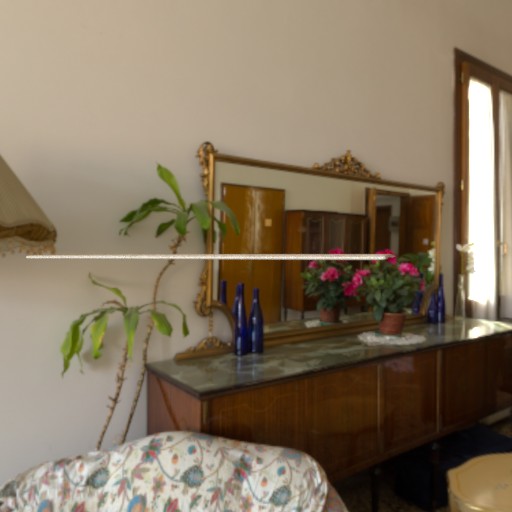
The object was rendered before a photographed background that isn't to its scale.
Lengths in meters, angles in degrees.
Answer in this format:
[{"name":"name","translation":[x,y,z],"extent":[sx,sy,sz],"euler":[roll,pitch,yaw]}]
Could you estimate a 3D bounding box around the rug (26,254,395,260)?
[{"name":"rug","translation":[0.000,0.000,4.194],"extent":[2.472,0.035,3.017],"euler":[0,0,18]}]
